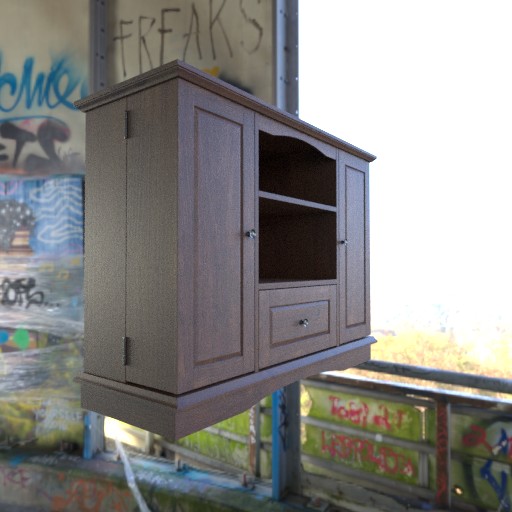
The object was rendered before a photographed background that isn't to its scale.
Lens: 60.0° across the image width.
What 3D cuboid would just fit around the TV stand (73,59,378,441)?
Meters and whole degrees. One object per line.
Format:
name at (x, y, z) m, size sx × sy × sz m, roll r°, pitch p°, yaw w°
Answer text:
TV stand at (0.000, 0.000, 1.474) m, size 0.406 × 0.813 × 1.067 m, roll -1°, pitch -1°, yaw 38°
